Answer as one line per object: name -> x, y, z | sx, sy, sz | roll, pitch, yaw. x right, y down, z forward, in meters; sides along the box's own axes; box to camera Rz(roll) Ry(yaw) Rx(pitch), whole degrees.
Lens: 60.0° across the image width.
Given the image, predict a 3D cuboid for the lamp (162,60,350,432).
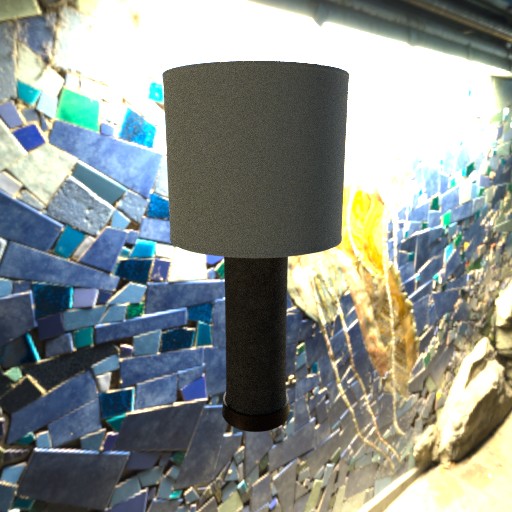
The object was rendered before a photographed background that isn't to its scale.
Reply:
lamp -> 0.000, 0.000, 0.797 | 0.301, 0.630, 0.301 | -7, 16, -26
